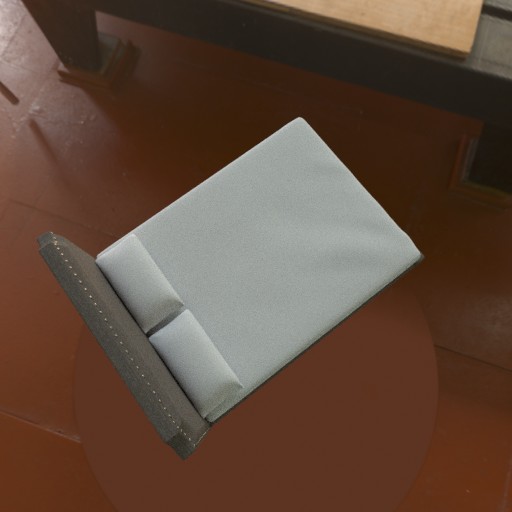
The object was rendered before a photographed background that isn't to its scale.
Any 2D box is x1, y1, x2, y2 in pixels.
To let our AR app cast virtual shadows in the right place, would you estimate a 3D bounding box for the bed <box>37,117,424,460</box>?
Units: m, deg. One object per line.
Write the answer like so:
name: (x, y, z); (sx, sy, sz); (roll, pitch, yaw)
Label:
bed: (0.000, 0.000, 3.533); (2.381, 1.457, 1.713); (-36, 79, -9)
